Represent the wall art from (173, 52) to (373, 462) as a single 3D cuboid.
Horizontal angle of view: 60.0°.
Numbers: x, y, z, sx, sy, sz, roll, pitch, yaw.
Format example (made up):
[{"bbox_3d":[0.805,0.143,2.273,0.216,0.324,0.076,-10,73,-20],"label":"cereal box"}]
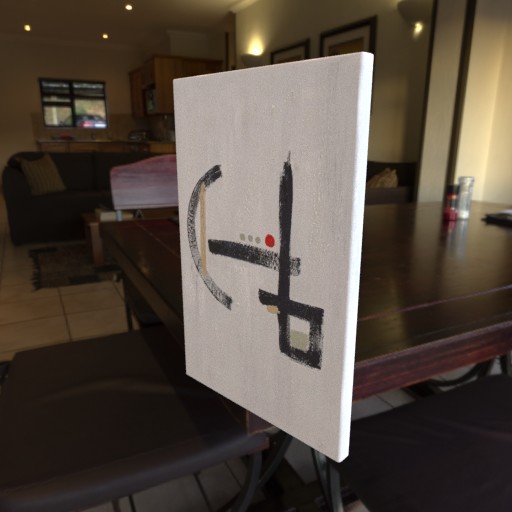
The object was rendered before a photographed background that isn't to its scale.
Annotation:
[{"bbox_3d":[0.000,0.000,1.166,0.602,0.916,0.048,14,20,42],"label":"wall art"}]
